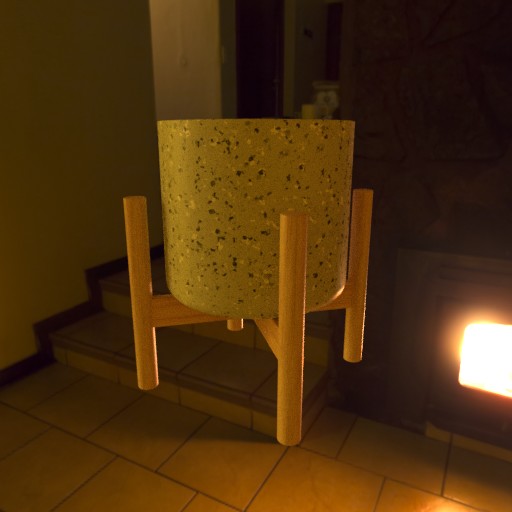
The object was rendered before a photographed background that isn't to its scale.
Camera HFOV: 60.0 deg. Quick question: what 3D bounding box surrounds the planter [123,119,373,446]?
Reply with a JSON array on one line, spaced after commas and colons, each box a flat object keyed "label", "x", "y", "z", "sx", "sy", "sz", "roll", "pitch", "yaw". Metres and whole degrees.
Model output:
[{"label": "planter", "x": 0.000, "y": 0.000, "z": 0.552, "sx": 0.284, "sy": 0.320, "sz": 0.284, "roll": 2, "pitch": 16, "yaw": 8}]
